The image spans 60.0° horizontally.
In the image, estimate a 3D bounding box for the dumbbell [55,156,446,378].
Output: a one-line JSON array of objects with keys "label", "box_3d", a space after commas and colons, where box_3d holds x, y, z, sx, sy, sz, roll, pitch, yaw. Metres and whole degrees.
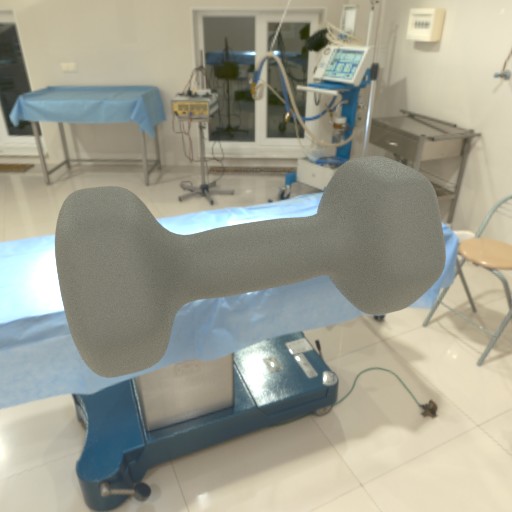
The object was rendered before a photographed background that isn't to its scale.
[{"label": "dumbbell", "box_3d": [0.000, 0.000, 0.226, 0.184, 0.081, 0.090, -9, 31, -16]}]
